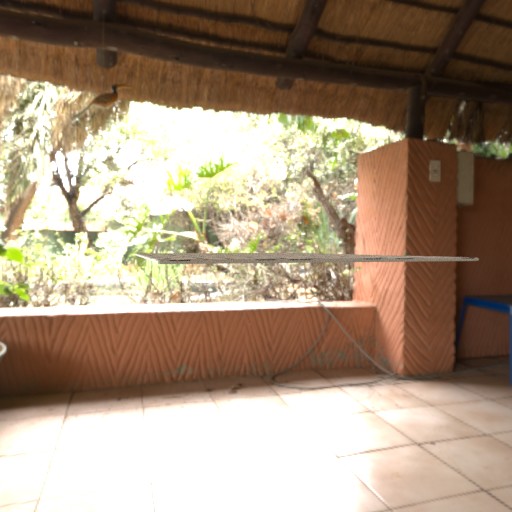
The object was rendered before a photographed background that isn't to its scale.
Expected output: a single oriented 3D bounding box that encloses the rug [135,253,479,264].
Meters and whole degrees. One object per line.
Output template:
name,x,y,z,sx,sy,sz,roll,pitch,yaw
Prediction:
rug,0.000,0.000,3.030,1.521,0.017,2.365,0,1,-17
